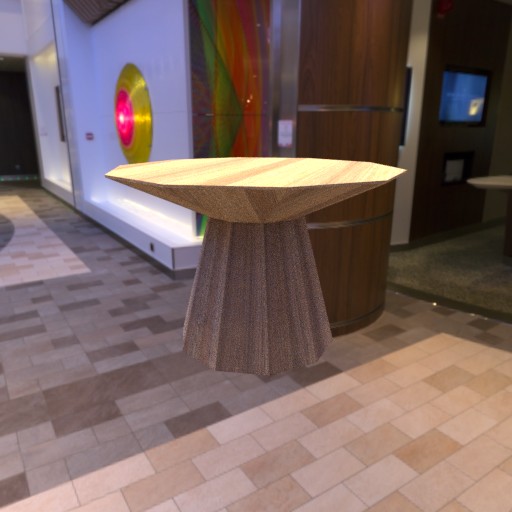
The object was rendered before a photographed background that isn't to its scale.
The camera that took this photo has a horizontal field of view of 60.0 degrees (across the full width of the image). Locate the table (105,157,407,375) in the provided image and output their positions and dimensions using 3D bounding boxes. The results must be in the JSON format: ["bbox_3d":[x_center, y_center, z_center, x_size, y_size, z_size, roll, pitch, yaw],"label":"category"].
[{"bbox_3d":[0.000,0.000,1.917,1.186,0.752,1.186,0,17,0],"label":"table"}]
